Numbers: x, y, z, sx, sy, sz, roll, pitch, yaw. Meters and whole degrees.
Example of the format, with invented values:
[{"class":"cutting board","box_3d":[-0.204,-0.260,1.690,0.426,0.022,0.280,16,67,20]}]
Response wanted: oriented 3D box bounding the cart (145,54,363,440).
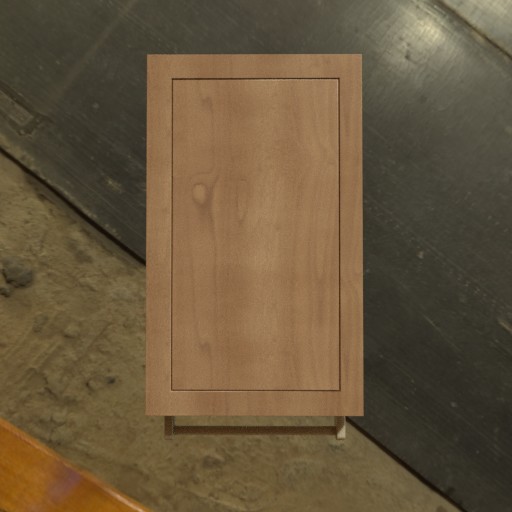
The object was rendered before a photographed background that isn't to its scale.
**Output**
[{"class":"cart","box_3d":[0.000,0.000,1.383,0.459,0.901,0.840,0,89,0]}]
